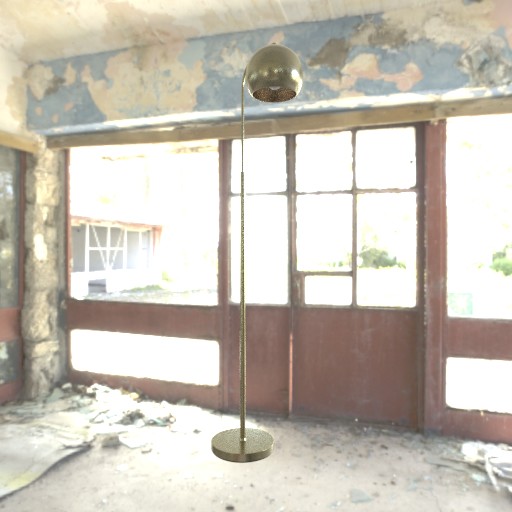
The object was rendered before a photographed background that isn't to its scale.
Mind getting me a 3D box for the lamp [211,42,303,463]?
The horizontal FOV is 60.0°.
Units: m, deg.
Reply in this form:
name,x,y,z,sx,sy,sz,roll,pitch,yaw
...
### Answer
name,x,y,z,sx,sy,sz,roll,pitch,yaw
lamp,0.000,0.000,1.679,0.250,1.526,0.431,0,0,-35
